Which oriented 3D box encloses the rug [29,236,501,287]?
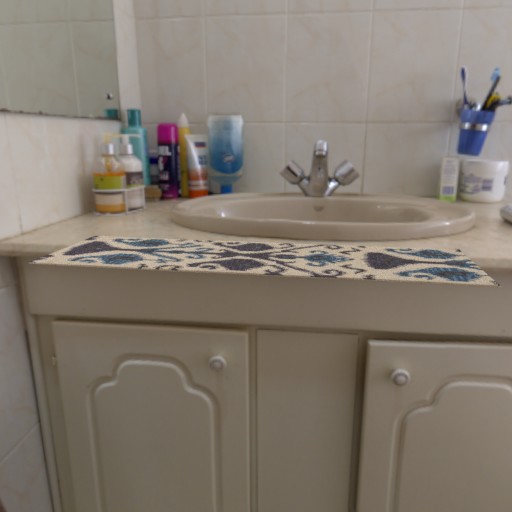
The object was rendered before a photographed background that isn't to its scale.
[{"bbox_3d":[0.000,0.000,2.457,2.301,0.017,0.692,2,15,9],"label":"rug"}]
